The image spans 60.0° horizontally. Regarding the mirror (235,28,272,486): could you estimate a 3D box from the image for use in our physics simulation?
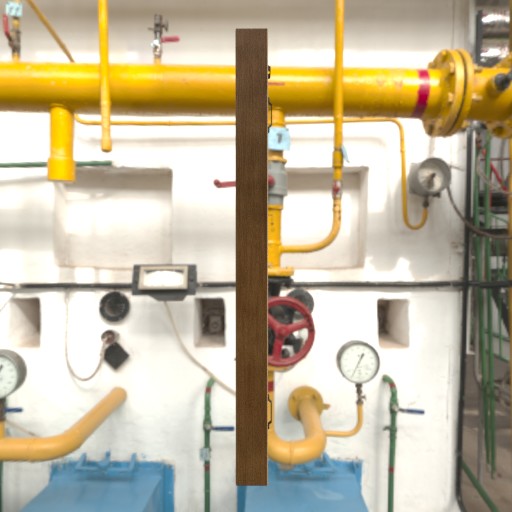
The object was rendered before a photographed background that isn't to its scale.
[{"bbox_3d":[0.000,0.000,0.694,0.041,0.508,0.405,0,1,1],"label":"mirror"}]
